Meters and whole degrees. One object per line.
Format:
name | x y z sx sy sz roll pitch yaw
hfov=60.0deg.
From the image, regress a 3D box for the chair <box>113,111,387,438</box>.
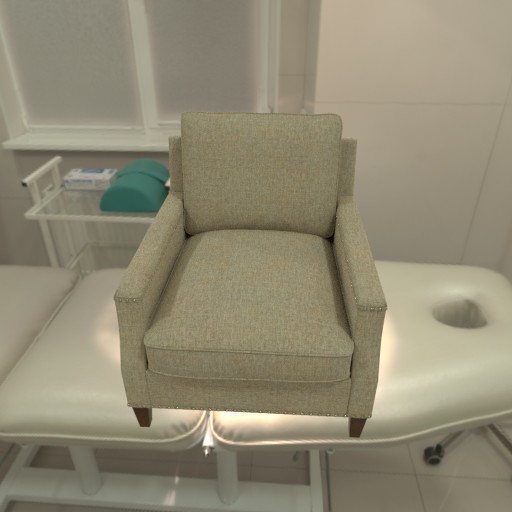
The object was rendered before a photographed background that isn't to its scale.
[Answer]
chair | 0.000 0.000 1.755 0.853 0.943 1.014 2 31 3
